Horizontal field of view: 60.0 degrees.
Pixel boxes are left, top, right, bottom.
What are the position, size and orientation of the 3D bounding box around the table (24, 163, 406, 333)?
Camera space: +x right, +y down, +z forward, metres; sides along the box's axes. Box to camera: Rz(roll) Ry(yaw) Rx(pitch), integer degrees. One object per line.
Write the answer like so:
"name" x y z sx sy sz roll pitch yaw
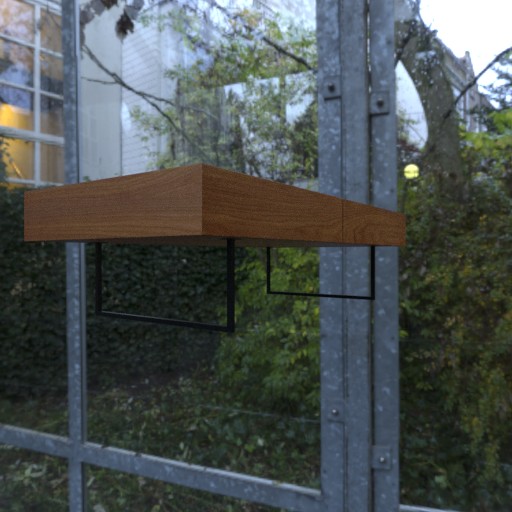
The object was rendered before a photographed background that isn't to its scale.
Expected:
"table" 0.000 0.000 1.446 0.610 0.330 1.194 0 0 35
